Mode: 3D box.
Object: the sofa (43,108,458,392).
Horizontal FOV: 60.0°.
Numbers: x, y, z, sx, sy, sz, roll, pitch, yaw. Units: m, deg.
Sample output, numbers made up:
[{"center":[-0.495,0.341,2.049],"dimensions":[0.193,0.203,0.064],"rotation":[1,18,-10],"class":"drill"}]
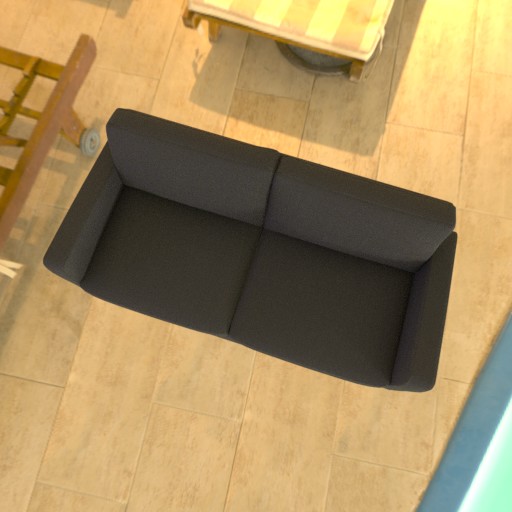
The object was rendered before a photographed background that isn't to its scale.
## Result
[{"center":[0.000,0.000,2.249],"dimensions":[1.852,0.839,0.898],"rotation":[17,76,4],"class":"sofa"}]
